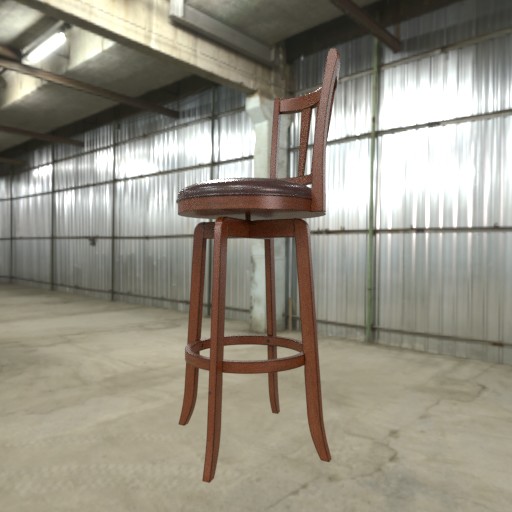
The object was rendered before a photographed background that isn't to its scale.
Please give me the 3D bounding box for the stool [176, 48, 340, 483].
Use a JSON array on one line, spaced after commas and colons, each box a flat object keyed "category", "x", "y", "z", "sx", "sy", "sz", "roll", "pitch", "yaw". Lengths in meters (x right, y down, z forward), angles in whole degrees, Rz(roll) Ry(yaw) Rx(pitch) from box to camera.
[{"category": "stool", "x": 0.000, "y": 0.000, "z": 1.416, "sx": 0.503, "sy": 1.177, "sz": 0.464, "roll": 0, "pitch": 1, "yaw": -19}]
